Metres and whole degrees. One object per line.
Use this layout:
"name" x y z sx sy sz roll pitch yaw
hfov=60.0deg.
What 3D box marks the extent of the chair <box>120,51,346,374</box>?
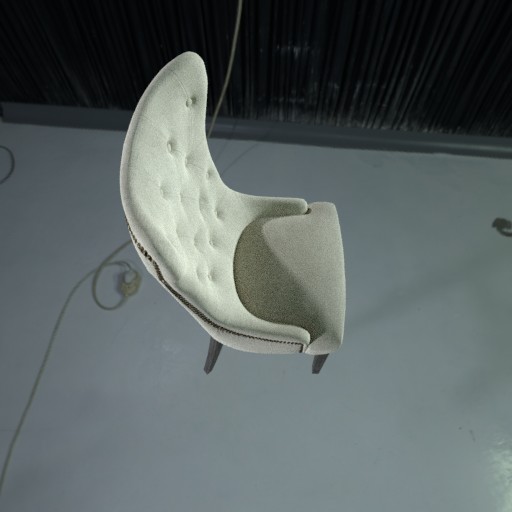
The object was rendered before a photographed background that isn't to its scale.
"chair" 0.000 0.000 1.401 0.590 1.065 0.584 2 63 1
